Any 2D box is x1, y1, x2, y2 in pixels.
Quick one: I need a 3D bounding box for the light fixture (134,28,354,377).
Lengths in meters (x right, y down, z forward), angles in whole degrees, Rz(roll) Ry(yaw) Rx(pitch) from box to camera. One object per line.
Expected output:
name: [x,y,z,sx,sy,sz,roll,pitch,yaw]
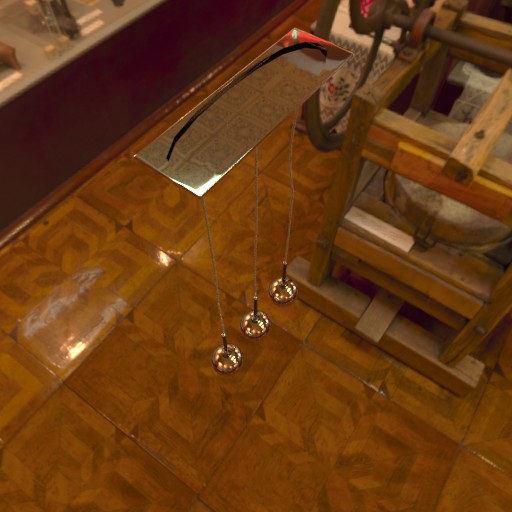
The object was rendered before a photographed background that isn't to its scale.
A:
light fixture: [0.000,0.000,1.652,0.188,1.408,0.623,33,63,19]
